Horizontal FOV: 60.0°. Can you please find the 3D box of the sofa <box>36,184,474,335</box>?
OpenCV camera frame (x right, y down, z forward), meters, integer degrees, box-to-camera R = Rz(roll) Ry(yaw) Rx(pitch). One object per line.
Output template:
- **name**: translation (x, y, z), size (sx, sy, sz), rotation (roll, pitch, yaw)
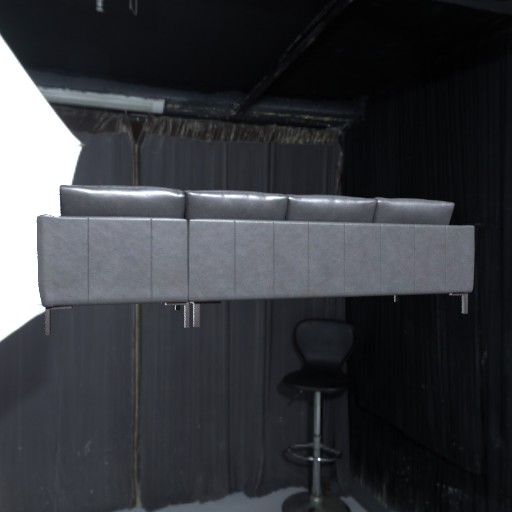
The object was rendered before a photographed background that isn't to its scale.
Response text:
- **sofa**: translation (0.000, 0.000, 3.545), size (2.993, 0.859, 1.471), rotation (0, 0, -18)
